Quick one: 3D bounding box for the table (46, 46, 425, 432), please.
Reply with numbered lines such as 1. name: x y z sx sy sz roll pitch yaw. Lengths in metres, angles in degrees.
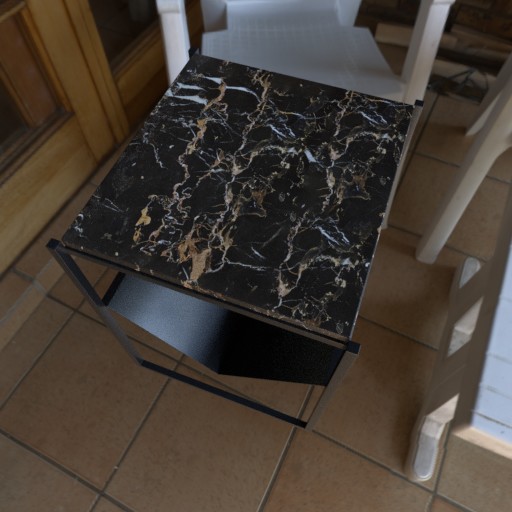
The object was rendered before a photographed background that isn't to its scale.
1. table: 0.000 0.000 0.899 0.432 0.534 0.469 18 61 10
